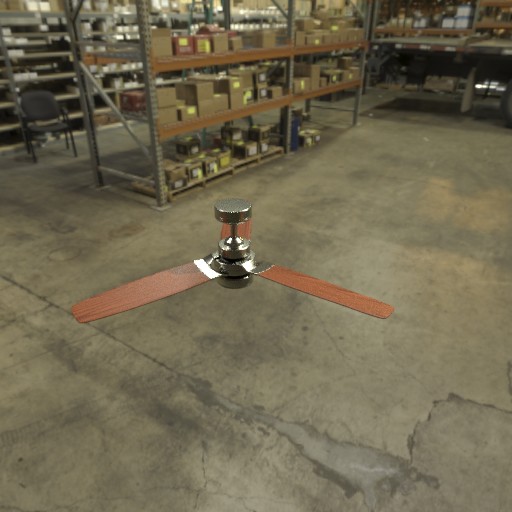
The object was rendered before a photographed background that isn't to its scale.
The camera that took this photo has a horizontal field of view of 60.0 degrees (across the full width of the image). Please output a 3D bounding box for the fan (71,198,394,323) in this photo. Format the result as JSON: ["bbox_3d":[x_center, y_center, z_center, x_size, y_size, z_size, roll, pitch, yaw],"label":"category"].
[{"bbox_3d":[0.000,0.000,2.036,1.271,0.410,1.416,18,34,30],"label":"fan"}]
